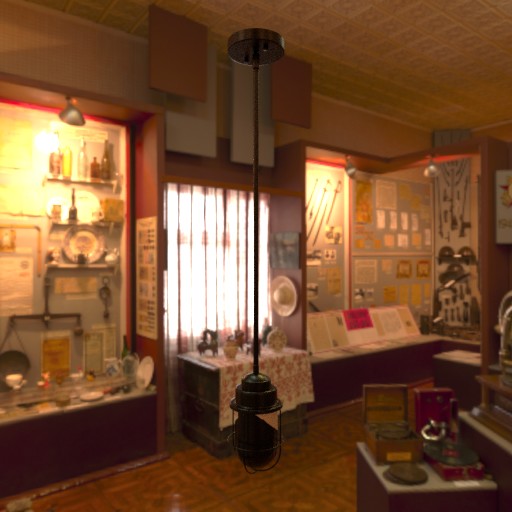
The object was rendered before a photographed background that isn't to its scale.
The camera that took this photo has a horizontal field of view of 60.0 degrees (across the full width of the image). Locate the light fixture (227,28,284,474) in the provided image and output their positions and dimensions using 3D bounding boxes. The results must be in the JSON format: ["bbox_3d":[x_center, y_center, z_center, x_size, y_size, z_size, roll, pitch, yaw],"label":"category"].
[{"bbox_3d":[0.000,0.000,0.952,0.123,0.920,0.123,0,-1,-35],"label":"light fixture"}]
